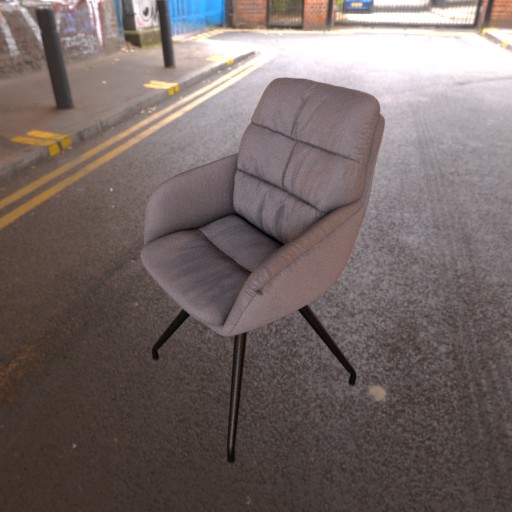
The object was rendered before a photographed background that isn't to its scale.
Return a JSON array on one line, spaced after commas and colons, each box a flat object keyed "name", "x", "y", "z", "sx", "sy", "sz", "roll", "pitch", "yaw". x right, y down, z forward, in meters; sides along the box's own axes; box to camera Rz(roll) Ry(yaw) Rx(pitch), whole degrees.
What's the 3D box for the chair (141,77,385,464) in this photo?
[{"name": "chair", "x": 0.000, "y": 0.000, "z": 1.272, "sx": 0.569, "sy": 0.888, "sz": 0.579, "roll": -21, "pitch": 37, "yaw": -30}]
